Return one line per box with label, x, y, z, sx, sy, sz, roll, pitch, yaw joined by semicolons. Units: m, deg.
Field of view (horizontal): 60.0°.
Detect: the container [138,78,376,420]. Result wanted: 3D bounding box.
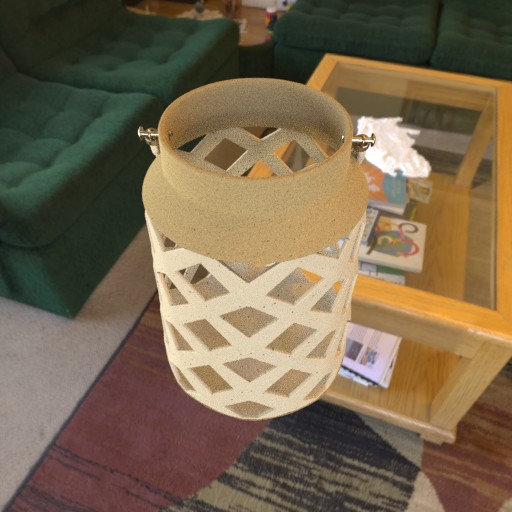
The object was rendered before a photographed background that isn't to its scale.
container;0.000;0.000;0.334;0.163;0.229;0.172;2;47;2
